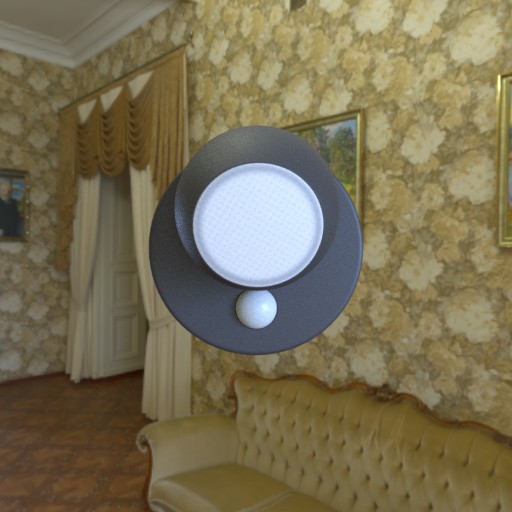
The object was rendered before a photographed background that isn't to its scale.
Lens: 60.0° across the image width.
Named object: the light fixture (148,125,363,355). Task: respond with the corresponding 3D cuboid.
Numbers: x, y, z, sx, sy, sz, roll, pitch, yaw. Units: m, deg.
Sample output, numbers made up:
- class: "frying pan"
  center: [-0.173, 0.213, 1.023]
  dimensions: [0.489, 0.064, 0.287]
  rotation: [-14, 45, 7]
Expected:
- class: "light fixture"
  center: [0.000, 0.000, 0.263]
  dimensions: [0.134, 0.143, 0.160]
  rotation: [0, 1, -1]
